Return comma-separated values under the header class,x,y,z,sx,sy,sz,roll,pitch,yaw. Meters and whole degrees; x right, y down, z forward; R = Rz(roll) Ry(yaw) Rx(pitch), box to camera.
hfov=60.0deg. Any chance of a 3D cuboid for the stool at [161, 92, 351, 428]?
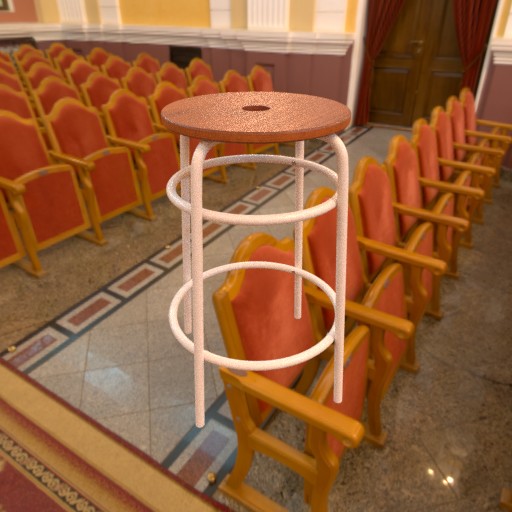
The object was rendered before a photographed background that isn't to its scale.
class,x,y,z,sx,sy,sz,roll,pitch,yaw
stool,0.000,0.000,0.944,0.455,0.610,0.455,18,34,28
